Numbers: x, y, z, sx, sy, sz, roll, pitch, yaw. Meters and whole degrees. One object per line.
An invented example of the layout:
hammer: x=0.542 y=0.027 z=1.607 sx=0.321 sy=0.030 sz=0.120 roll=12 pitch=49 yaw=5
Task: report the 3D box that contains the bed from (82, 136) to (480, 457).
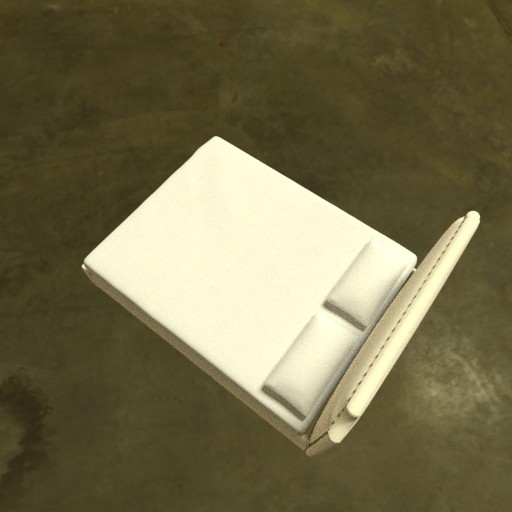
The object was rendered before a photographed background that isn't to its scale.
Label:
bed: x=0.000 y=0.000 z=3.375 sx=2.372 sy=1.497 sz=1.712 roll=34 pitch=67 yaw=16
